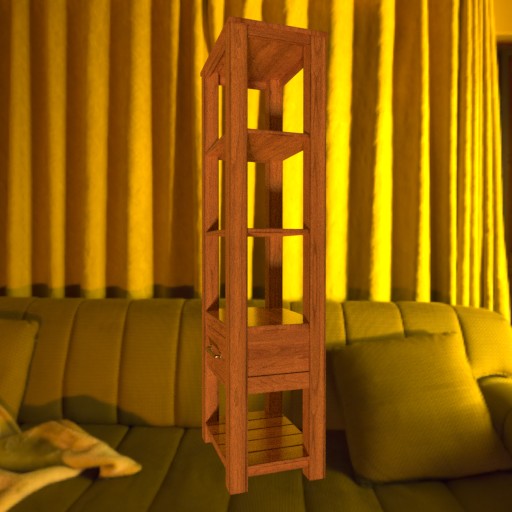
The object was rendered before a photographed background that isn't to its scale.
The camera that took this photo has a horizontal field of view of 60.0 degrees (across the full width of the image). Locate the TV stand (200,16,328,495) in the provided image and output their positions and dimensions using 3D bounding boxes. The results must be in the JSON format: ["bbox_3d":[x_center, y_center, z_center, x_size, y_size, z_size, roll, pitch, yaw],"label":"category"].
[{"bbox_3d":[0.000,0.000,2.014,0.435,1.828,0.565,0,1,-18],"label":"TV stand"}]
